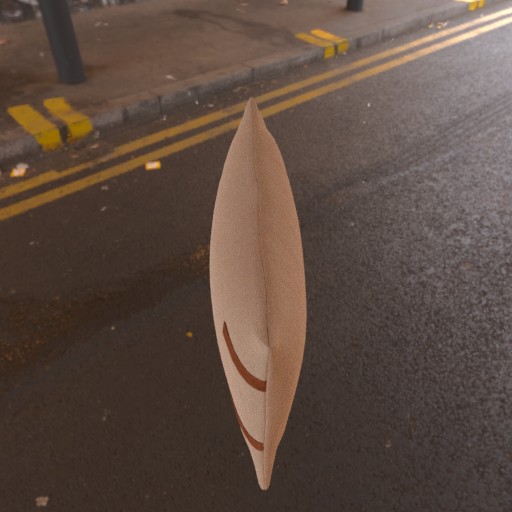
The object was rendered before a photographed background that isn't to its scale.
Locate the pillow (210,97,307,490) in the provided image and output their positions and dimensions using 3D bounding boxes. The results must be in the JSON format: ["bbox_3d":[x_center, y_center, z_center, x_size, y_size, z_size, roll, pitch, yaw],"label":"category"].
[{"bbox_3d":[0.000,0.000,0.726,0.148,0.308,0.612,-1,41,-2],"label":"pillow"}]
